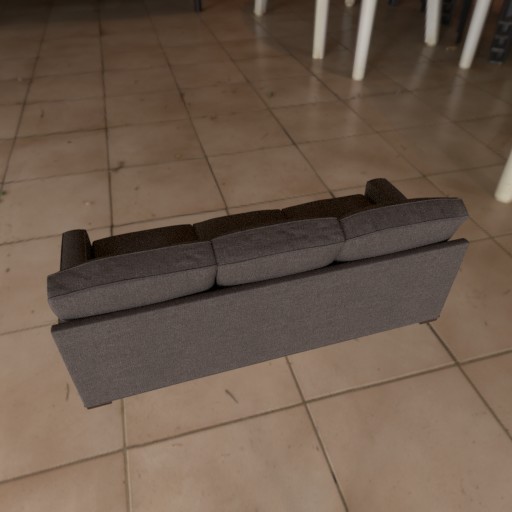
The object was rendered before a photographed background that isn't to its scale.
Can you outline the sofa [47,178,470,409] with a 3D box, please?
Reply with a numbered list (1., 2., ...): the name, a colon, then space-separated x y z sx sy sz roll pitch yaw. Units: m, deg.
1. sofa: 0.000 0.000 2.865 2.369 0.978 1.004 -11 42 -13
